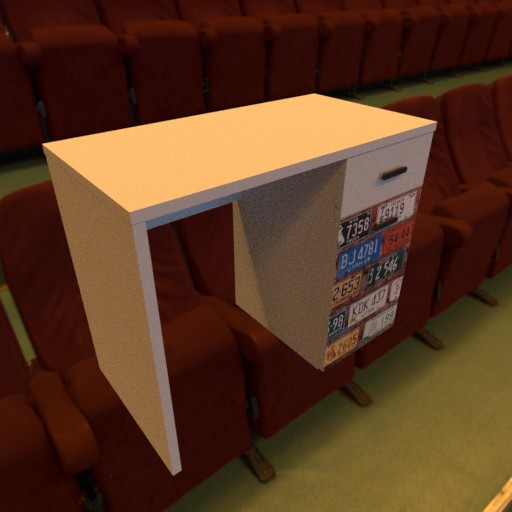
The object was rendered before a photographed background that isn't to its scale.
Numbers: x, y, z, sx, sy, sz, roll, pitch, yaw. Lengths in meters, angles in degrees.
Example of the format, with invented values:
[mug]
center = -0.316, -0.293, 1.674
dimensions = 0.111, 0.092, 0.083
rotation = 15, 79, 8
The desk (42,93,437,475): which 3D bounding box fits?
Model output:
[desk]
center = 0.000, 0.000, 1.307
dimensions = 0.898, 0.730, 0.482
rotation = -23, 38, -32
